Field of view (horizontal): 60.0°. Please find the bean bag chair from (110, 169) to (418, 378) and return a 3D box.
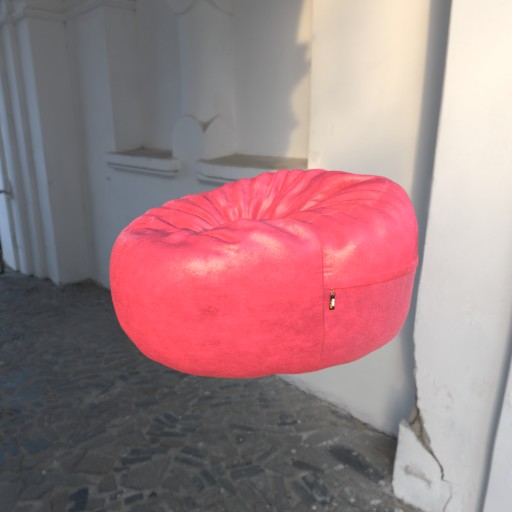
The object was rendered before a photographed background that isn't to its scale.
[{"bbox_3d":[0.000,0.000,2.413,1.524,0.878,1.524,-8,18,-25],"label":"bean bag chair"}]
